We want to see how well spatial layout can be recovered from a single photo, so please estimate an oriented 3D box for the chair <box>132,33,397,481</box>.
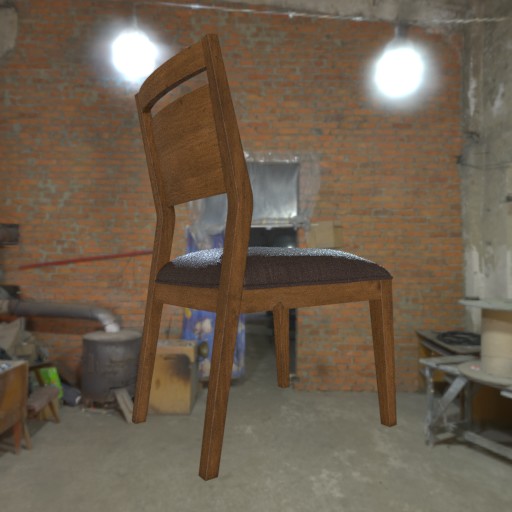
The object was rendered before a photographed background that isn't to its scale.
[{"bbox_3d":[0.000,0.000,1.259,0.610,0.939,0.501,1,-1,-36],"label":"chair"}]
